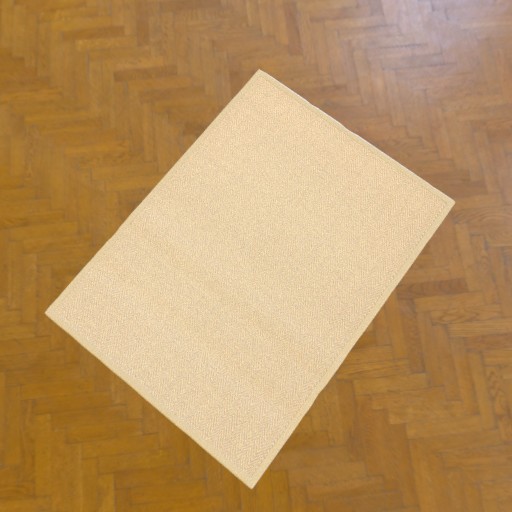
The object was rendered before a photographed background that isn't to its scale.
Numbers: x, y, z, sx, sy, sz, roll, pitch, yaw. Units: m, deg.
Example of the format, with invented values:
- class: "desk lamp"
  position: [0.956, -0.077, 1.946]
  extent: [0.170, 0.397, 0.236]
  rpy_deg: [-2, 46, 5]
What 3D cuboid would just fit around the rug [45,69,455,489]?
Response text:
- class: "rug"
  position: [0.000, 0.000, 4.733]
  extent: [2.734, 0.037, 3.659]
  rpy_deg: [37, 80, 8]
